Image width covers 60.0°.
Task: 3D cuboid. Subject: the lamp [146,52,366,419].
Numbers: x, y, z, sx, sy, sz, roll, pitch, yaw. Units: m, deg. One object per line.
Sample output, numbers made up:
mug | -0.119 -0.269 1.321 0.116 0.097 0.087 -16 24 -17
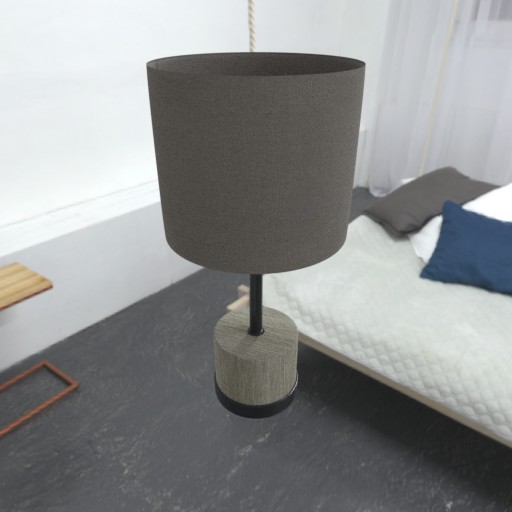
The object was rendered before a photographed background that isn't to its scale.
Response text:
lamp | 0.000 0.000 0.582 0.229 0.470 0.229 10 31 18
